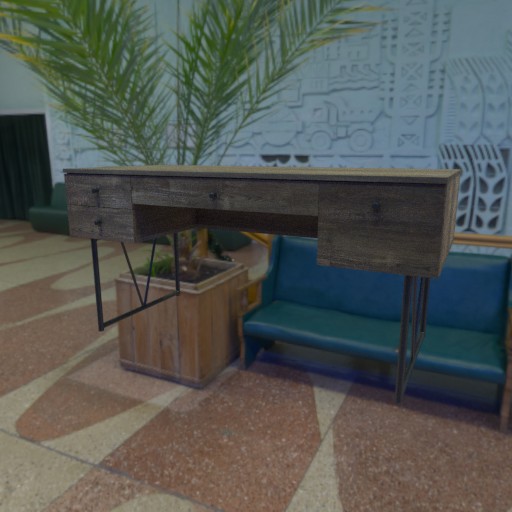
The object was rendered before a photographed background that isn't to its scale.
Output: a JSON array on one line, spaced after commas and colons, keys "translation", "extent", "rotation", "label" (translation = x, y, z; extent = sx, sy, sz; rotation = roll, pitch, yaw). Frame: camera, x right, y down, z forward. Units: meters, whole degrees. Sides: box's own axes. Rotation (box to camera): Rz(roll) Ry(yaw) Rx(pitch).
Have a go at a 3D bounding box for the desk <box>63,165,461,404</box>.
[{"translation": [0.000, 0.000, 2.025], "extent": [1.600, 0.780, 0.730], "rotation": [7, 15, 26], "label": "desk"}]
